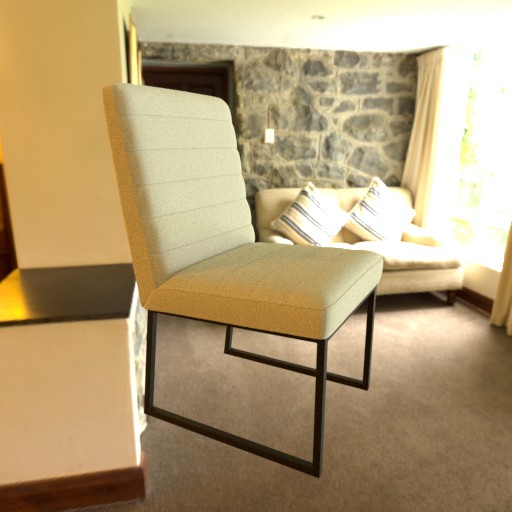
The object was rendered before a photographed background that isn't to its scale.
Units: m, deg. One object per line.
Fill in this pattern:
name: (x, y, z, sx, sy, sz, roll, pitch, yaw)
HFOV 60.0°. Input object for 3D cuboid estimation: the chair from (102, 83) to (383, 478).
chair: (0.000, 0.000, 1.286, 0.634, 0.930, 0.520, 8, 16, 28)
